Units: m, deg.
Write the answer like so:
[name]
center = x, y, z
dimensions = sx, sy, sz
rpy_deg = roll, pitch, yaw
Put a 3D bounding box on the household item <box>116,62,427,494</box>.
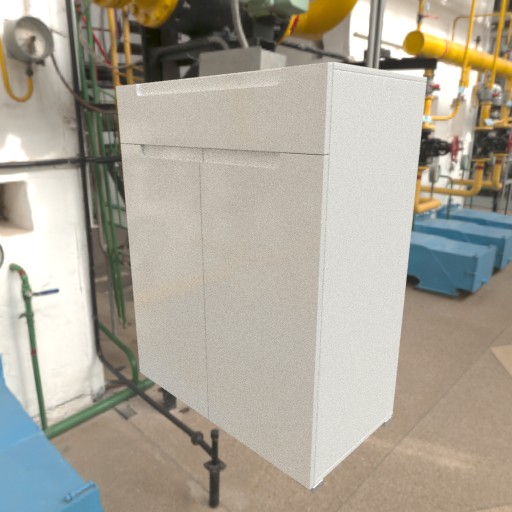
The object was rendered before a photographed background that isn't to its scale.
[household item]
center = 0.000, 0.000, 1.377
dimensions = 0.790, 1.010, 0.420
rpy_deg = 16, 23, 42
